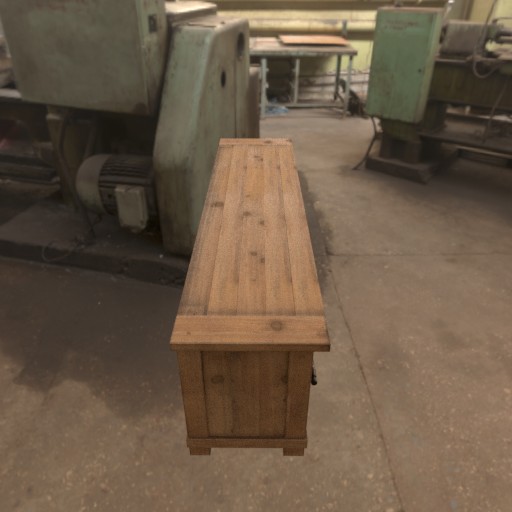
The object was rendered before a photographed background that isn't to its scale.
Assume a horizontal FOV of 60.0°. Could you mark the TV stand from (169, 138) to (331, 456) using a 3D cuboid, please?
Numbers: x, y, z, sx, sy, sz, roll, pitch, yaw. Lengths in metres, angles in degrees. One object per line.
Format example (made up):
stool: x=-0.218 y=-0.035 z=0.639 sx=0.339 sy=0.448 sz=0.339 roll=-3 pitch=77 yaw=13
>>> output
TV stand: x=0.000 y=0.000 z=2.104 sx=0.453 sy=0.573 sz=1.804 roll=0 pitch=32 yaw=0
